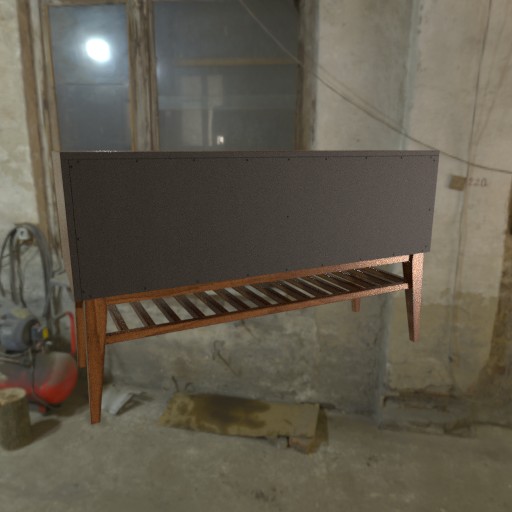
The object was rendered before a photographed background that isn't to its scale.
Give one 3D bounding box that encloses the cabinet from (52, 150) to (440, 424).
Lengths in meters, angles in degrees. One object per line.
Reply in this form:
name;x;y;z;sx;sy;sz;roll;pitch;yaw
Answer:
cabinet;0.000;0.000;1.735;1.363;0.802;0.477;-7;15;-26
